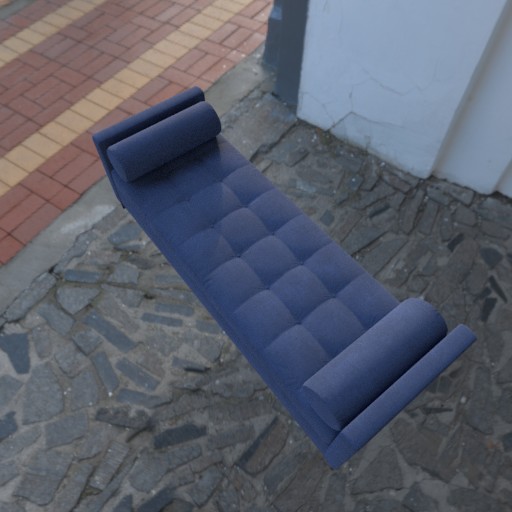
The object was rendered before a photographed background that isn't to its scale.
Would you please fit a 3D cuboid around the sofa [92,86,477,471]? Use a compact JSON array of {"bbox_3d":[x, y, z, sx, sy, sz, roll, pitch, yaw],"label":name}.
[{"bbox_3d":[0.000,0.000,2.296,0.686,0.635,1.981,-34,64,-19],"label":"sofa"}]
